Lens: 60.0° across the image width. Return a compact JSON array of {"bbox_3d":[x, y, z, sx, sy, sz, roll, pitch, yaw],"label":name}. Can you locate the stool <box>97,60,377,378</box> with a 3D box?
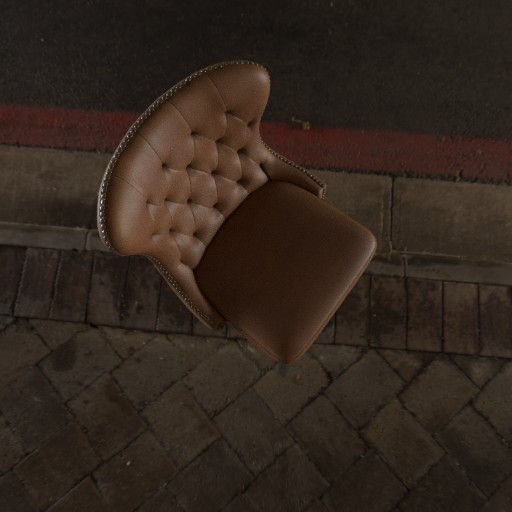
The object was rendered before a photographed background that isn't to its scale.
[{"bbox_3d":[0.000,0.000,1.328,0.593,0.971,0.528,36,77,9],"label":"stool"}]
